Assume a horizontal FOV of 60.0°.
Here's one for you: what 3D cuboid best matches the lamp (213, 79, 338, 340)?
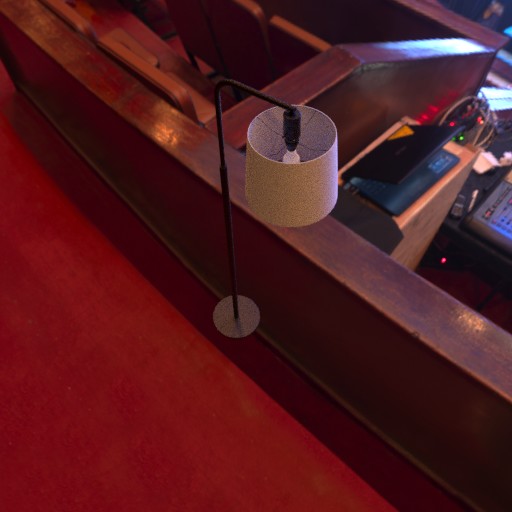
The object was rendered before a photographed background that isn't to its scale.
[{"bbox_3d":[0.000,0.000,1.666,0.508,1.478,0.254,34,64,20],"label":"lamp"}]
